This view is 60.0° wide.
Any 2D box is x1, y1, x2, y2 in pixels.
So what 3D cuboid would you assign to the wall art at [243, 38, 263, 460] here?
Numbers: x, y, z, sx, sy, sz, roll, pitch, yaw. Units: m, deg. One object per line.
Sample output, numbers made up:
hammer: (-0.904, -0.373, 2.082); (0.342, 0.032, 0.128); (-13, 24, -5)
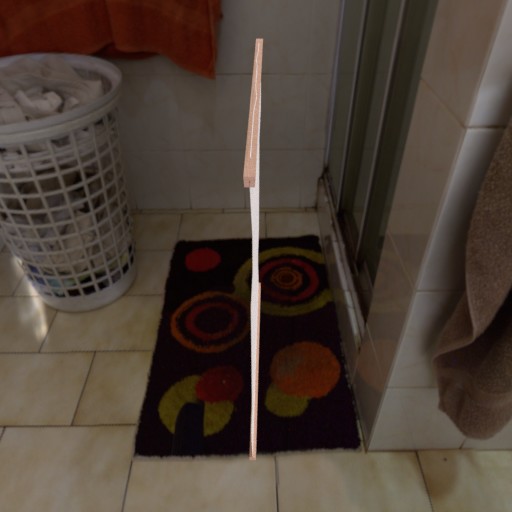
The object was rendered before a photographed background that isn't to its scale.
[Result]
wall art: (0.000, 0.000, 1.321); (0.020, 1.013, 0.758); (1, 41, 1)
